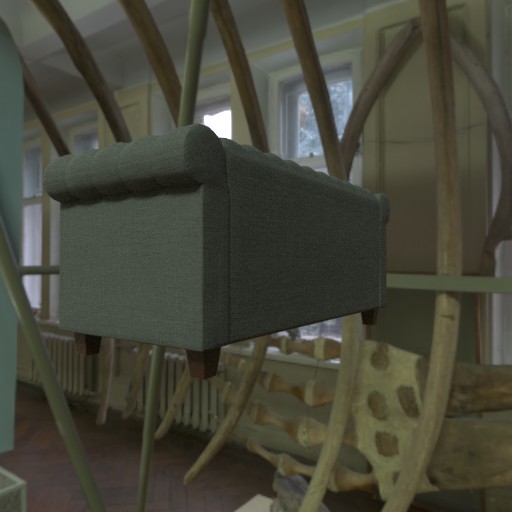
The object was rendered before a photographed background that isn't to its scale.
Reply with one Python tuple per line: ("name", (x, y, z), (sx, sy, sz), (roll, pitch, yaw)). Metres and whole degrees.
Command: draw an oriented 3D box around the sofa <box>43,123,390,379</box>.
("sofa", (0.000, 0.000, 2.208), (0.783, 0.797, 1.798), (-1, -1, 35))
